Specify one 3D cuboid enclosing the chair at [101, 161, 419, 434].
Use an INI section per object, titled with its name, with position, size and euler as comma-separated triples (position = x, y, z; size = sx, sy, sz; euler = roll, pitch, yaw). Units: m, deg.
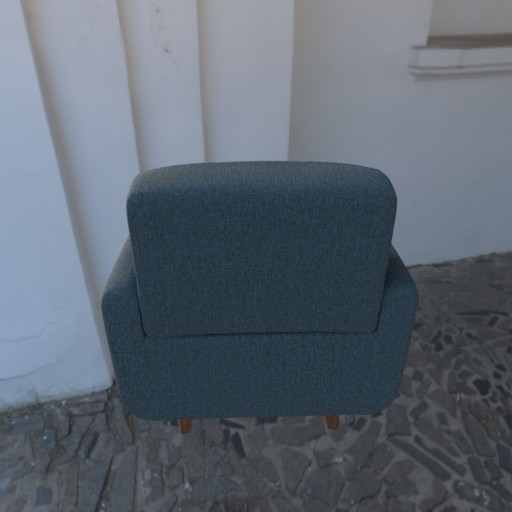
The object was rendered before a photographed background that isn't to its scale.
[chair]
position = 0.000, 0.000, 1.642
size = 0.880, 0.940, 0.964
euler = -1, 30, -2
